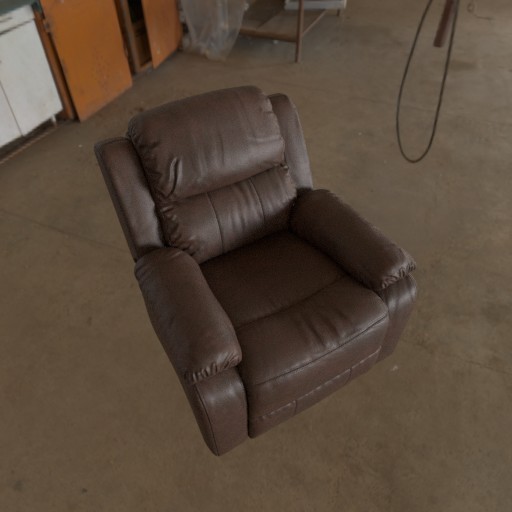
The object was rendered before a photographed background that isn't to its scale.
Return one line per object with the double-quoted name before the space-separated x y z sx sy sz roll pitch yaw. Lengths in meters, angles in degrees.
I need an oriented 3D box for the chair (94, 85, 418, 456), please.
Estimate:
"chair" 0.000 0.000 1.246 0.680 0.702 0.707 -23 49 -21
